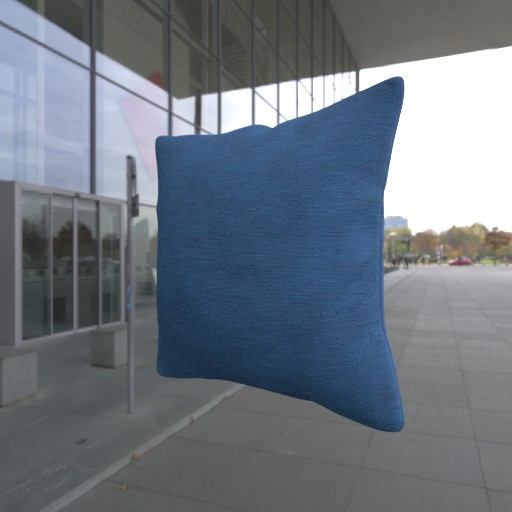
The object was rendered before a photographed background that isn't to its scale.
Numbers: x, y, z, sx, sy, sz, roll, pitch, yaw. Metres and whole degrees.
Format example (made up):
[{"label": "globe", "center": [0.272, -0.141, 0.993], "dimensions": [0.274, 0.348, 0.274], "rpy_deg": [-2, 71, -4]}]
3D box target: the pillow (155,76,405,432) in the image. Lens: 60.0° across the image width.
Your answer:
[{"label": "pillow", "center": [0.000, 0.000, 0.646], "dimensions": [0.437, 0.420, 0.177], "rpy_deg": [0, 0, 37]}]
